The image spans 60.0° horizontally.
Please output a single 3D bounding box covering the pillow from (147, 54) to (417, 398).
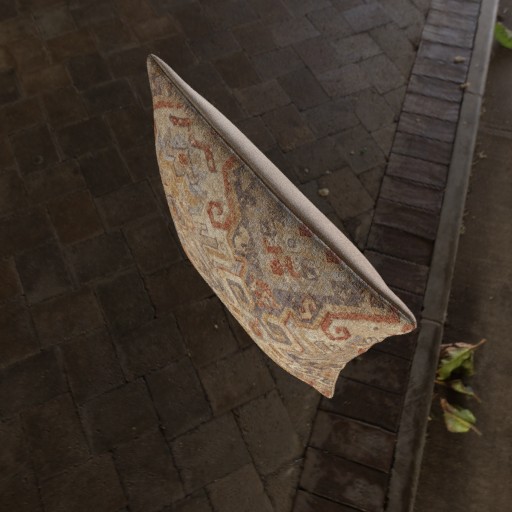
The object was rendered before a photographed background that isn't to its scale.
[{"bbox_3d":[0.000,0.000,0.774,0.166,0.506,0.523,-36,70,-16],"label":"pillow"}]
